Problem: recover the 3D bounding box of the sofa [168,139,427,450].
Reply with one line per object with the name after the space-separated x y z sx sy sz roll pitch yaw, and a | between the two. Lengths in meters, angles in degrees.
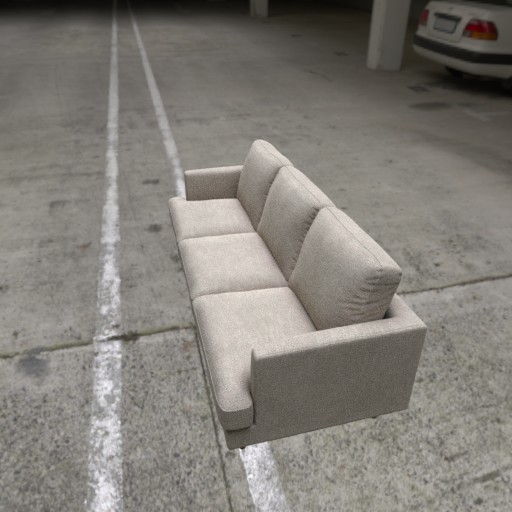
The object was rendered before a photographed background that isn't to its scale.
0.000 0.000 2.770 0.903 0.930 2.246 -8 31 -13 | sofa
